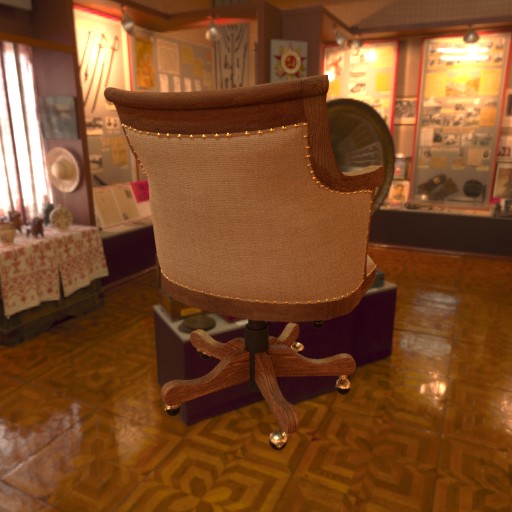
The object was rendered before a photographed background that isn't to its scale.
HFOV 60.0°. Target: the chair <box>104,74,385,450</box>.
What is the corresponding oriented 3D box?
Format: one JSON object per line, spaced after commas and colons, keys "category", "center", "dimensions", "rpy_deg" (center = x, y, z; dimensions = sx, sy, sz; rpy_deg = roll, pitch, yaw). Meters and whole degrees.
{"category": "chair", "center": [0.000, 0.000, 1.371], "dimensions": [0.656, 0.965, 0.689], "rpy_deg": [8, 18, 27]}
